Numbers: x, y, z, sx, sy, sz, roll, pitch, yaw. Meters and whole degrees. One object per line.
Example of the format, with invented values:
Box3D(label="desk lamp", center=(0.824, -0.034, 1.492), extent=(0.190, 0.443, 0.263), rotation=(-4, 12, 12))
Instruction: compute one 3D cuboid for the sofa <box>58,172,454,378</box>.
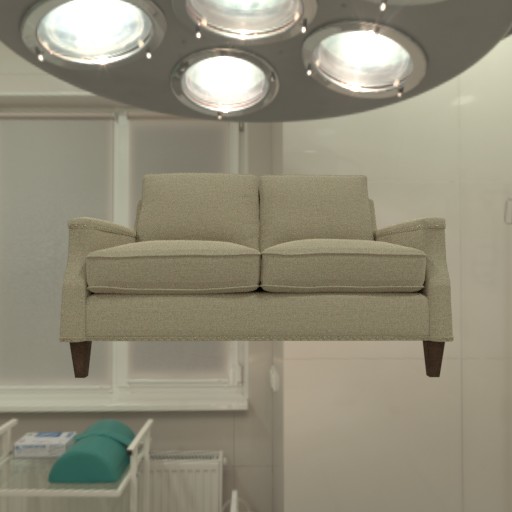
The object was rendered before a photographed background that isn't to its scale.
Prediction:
Box3D(label="sofa", center=(0.000, 0.000, 2.297), extent=(1.597, 1.003, 1.084), rotation=(0, -1, 0))
